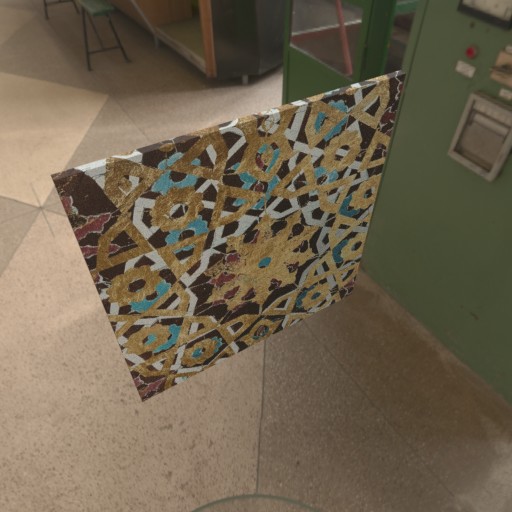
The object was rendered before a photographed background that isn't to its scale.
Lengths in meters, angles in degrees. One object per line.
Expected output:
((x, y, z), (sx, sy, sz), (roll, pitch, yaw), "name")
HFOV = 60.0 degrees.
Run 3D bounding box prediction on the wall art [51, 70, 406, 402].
((0.000, 0.000, 0.594), (0.404, 0.406, 0.010), (-23, 50, -21), "wall art")
